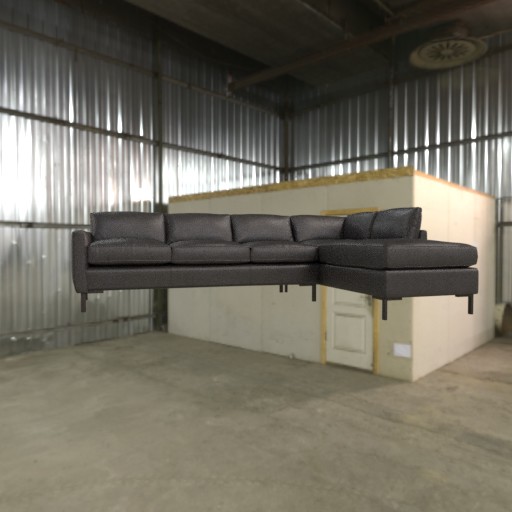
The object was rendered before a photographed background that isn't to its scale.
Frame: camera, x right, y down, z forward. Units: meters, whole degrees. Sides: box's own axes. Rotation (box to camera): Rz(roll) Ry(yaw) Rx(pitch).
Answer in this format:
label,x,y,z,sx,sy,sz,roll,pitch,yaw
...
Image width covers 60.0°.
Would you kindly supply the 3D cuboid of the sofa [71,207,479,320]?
label,x,y,z,sx,sy,sz,roll,pitch,yaw
sofa,0.000,0.000,3.828,2.984,0.877,1.938,-1,2,-18
